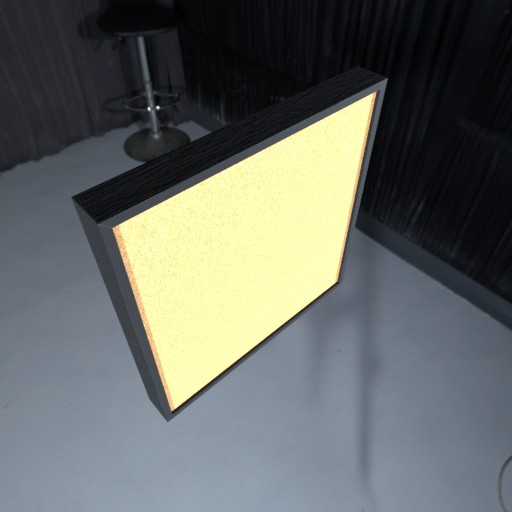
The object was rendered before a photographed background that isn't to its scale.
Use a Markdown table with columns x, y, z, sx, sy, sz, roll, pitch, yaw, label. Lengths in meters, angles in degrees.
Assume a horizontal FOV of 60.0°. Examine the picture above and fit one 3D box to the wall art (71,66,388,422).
| x | y | z | sx | sy | sz | roll | pitch | yaw | label |
| --- | --- | --- | --- | --- | --- | --- | --- | --- | --- |
| 0.000 | 0.000 | 0.472 | 0.305 | 0.305 | 0.037 | -33 | 55 | -27 | wall art |
